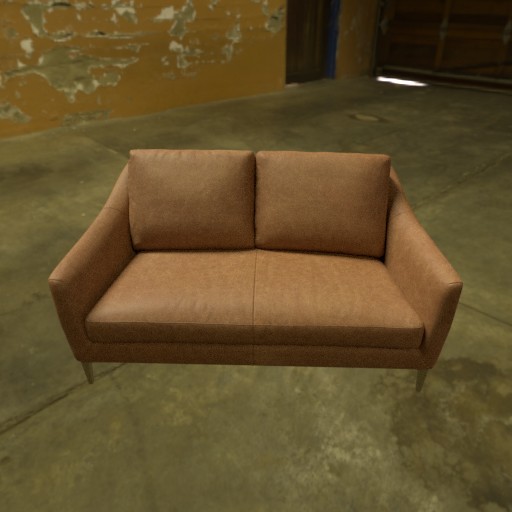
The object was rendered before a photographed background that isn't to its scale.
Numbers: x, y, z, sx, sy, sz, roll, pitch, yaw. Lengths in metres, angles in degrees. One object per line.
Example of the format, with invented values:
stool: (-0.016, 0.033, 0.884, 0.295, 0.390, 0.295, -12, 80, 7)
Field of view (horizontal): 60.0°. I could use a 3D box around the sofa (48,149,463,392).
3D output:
sofa: (0.000, 0.000, 2.176, 1.619, 0.902, 0.960, 1, 29, 2)
